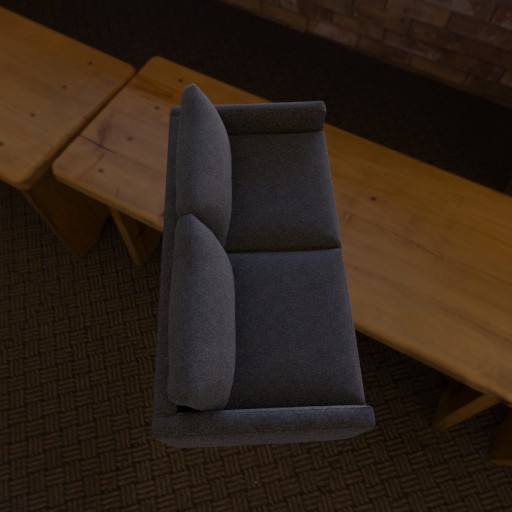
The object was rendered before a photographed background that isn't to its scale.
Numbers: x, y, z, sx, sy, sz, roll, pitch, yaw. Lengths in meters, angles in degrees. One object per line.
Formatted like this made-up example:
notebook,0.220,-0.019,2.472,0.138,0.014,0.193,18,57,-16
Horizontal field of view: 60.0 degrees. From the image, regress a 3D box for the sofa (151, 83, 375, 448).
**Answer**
sofa,0.000,0.000,2.211,0.866,0.862,1.716,-2,63,-1
